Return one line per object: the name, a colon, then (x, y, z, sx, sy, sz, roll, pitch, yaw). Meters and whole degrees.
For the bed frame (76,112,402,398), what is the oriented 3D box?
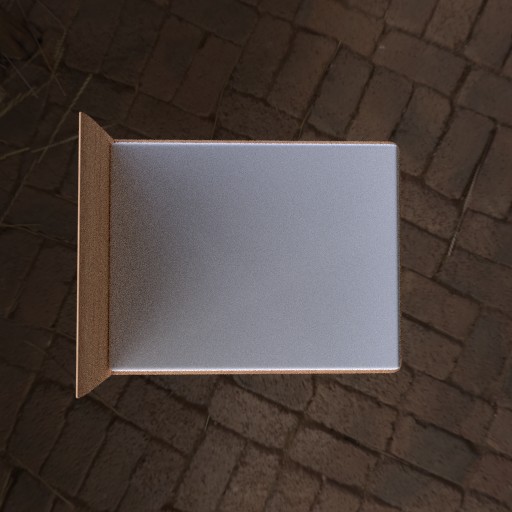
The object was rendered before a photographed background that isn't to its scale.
bed frame: (0.000, 0.000, 3.064, 2.092, 0.940, 1.660, 0, 88, -1)
